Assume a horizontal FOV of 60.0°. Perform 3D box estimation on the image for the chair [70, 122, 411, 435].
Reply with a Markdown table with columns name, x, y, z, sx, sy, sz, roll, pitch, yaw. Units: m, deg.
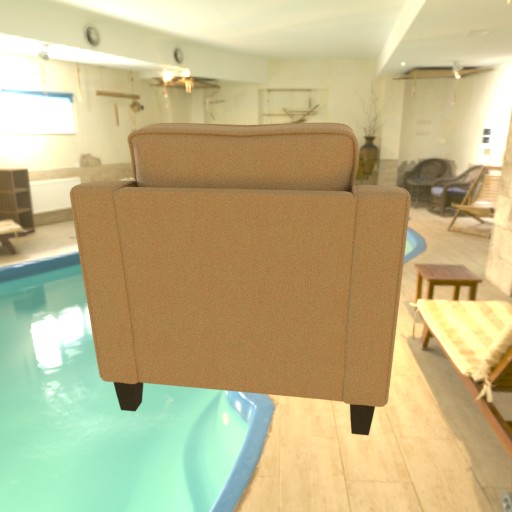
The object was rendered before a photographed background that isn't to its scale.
| name | x | y | z | sx | sy | sz | roll | pitch | yaw |
| --- | --- | --- | --- | --- | --- | --- | --- | --- | --- |
| chair | 0.000 | 0.000 | 1.660 | 0.922 | 0.948 | 0.882 | 3 | 16 | 9 |
